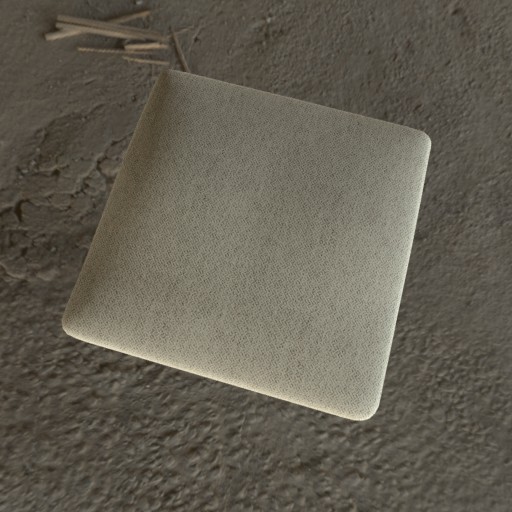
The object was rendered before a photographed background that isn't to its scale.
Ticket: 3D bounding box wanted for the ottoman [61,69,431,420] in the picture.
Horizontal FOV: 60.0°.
[{"bbox_3d":[0.000,0.000,0.920,0.521,0.453,0.512,15,76,4],"label":"ottoman"}]
